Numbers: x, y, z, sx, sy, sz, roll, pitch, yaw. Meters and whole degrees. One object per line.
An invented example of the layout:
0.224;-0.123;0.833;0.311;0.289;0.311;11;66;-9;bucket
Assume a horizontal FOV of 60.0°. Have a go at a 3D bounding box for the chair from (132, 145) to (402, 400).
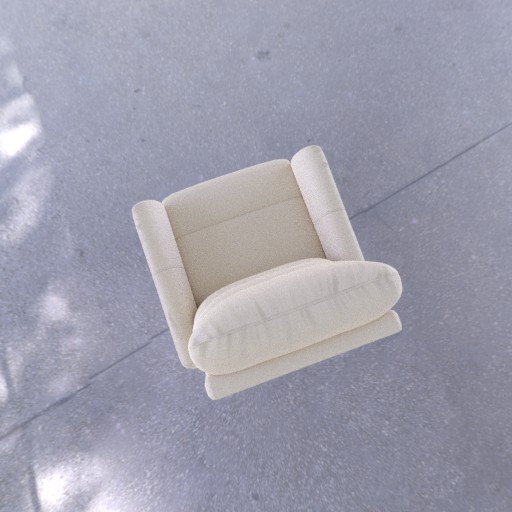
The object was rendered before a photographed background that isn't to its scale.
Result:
0.000;0.000;1.635;0.775;1.082;0.831;-19;77;-5;chair
